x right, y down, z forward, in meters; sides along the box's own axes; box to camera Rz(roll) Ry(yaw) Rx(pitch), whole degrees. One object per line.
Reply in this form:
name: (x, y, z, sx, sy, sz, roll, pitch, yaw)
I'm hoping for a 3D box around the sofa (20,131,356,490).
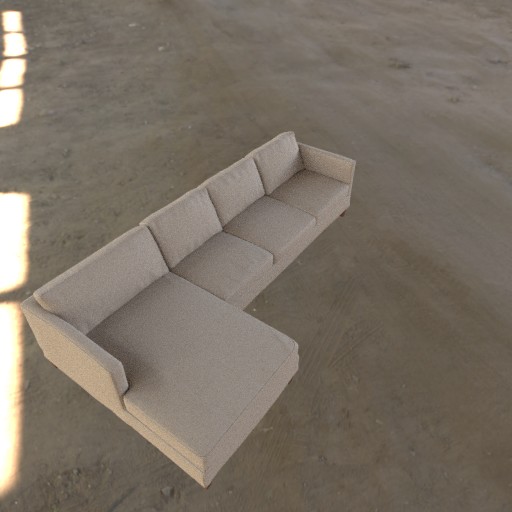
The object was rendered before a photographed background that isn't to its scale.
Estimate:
sofa: (0.000, 0.000, 3.735, 1.625, 0.846, 3.186, 25, 46, 27)
